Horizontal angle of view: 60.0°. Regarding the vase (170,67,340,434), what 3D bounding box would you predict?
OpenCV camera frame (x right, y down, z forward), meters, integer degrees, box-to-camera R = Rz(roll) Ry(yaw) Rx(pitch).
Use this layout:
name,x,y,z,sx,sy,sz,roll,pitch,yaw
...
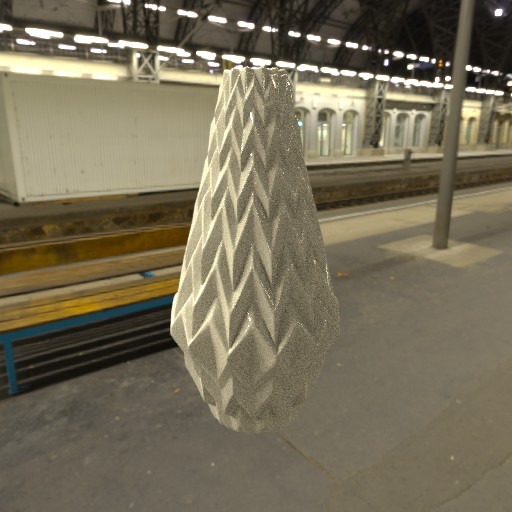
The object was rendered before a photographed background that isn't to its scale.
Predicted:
name,x,y,z,sx,sy,sz,roll,pitch,yaw
vase,0.000,0.000,0.423,0.167,0.328,0.167,0,15,0
